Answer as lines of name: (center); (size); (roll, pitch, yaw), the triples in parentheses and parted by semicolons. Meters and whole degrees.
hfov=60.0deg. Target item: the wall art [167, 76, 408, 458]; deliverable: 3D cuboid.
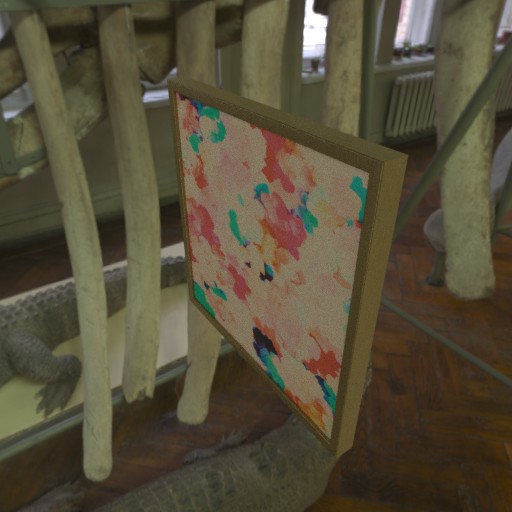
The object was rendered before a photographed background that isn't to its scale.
wall art: (0.000, 0.000, 0.774); (0.037, 0.509, 0.510); (-21, 38, -29)
